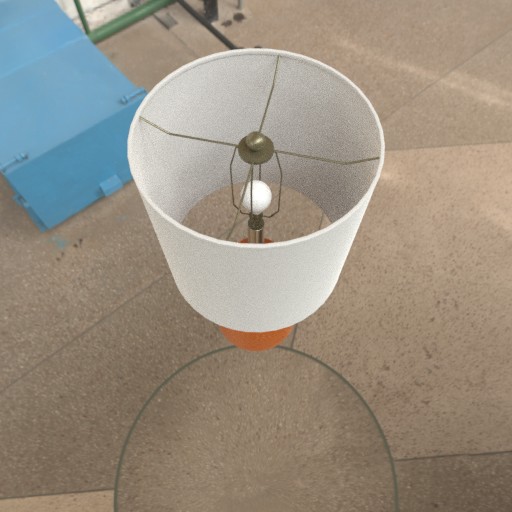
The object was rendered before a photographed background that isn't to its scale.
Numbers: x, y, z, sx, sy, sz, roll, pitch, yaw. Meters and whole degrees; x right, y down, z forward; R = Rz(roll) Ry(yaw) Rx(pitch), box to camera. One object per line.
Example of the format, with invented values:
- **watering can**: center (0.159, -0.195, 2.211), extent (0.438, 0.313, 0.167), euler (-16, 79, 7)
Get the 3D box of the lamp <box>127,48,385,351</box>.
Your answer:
- **lamp**: center (0.000, 0.000, 1.111), extent (0.418, 0.871, 0.418), euler (-36, 68, -17)
